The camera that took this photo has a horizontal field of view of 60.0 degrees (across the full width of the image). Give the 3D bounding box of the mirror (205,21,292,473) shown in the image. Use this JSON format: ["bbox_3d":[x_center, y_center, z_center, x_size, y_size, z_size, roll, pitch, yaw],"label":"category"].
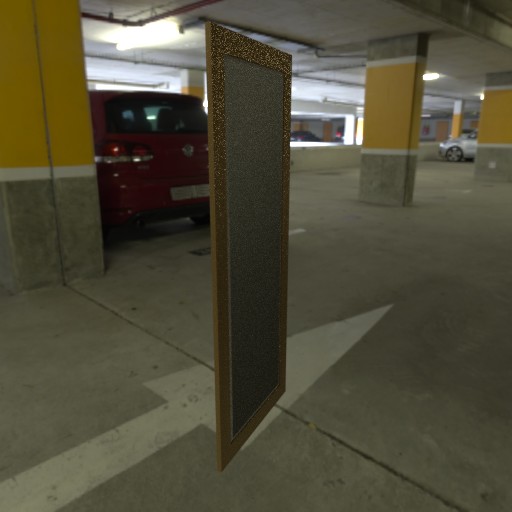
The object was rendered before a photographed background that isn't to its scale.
[{"bbox_3d":[0.000,0.000,2.292,0.025,2.031,0.812,8,17,26],"label":"mirror"}]
